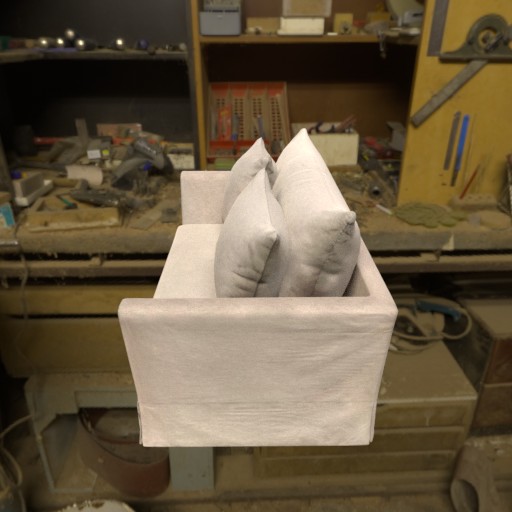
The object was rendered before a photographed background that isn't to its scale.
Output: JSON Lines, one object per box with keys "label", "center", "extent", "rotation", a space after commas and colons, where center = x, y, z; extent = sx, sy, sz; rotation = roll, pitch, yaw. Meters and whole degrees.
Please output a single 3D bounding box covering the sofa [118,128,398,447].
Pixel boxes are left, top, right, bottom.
{"label": "sofa", "center": [0.000, 0.000, 2.311], "extent": [1.035, 1.040, 1.608], "rotation": [0, 28, 0]}
